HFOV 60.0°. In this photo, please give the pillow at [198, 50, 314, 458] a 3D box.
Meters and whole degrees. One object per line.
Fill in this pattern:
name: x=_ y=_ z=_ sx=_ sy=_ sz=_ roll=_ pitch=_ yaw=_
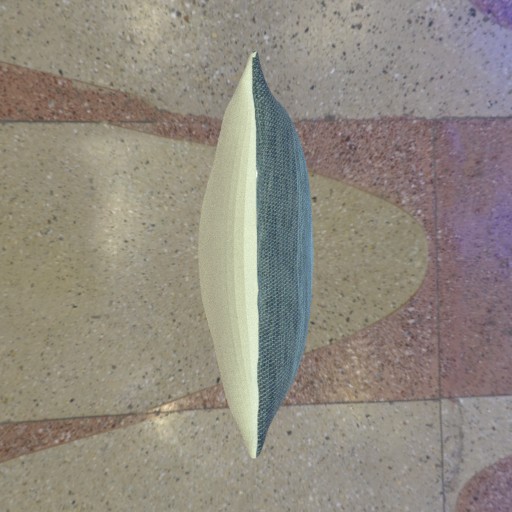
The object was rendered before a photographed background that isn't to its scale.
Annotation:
pillow: x=0.000 y=0.000 z=0.677 sx=0.182 sy=0.441 sz=0.440 roll=0 pitch=91 yaw=0
